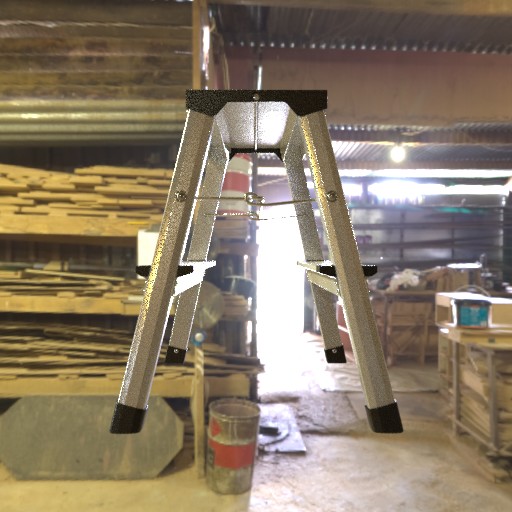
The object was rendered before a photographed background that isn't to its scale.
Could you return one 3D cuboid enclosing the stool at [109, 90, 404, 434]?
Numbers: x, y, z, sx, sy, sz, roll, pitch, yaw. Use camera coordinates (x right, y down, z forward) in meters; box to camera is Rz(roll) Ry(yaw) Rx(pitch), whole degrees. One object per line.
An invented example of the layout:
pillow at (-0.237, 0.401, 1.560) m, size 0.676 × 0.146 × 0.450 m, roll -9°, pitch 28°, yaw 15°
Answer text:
stool at (0.000, 0.000, 0.801) m, size 0.405 × 0.480 × 0.404 m, roll 0°, pitch 1°, yaw 0°
